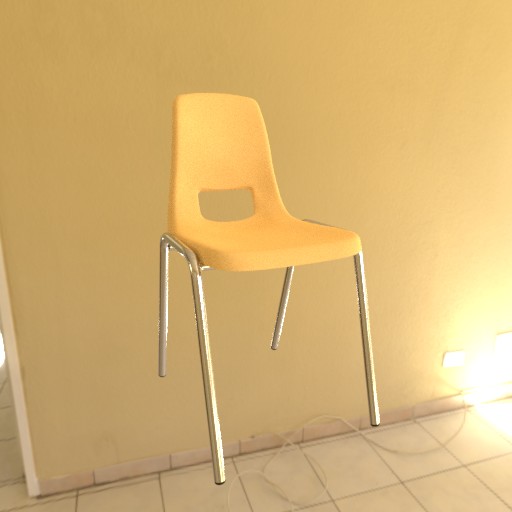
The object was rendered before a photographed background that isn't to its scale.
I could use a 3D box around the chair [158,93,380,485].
[{"bbox_3d":[0.000,0.000,0.965,0.381,0.704,0.436,-7,16,-26],"label":"chair"}]
